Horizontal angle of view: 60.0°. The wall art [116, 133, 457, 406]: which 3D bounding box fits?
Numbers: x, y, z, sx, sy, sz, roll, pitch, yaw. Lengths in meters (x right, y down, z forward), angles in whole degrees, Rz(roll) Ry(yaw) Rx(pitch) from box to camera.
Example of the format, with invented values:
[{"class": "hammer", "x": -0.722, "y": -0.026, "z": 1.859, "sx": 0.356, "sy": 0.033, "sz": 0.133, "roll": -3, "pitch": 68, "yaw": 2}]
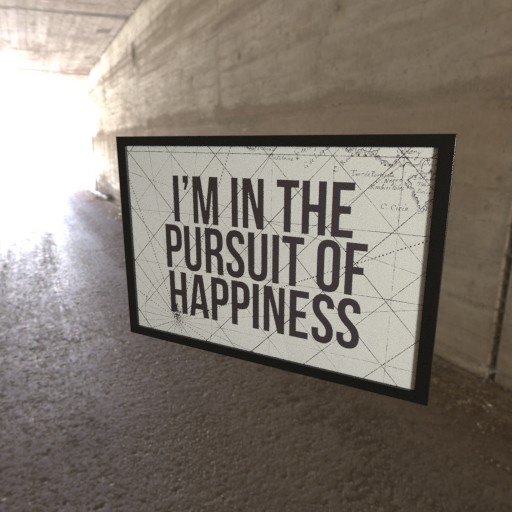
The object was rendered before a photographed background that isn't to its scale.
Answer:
[{"class": "wall art", "x": 0.000, "y": 0.000, "z": 1.051, "sx": 0.819, "sy": 0.552, "sz": 0.015, "roll": 7, "pitch": 16, "yaw": 26}]
